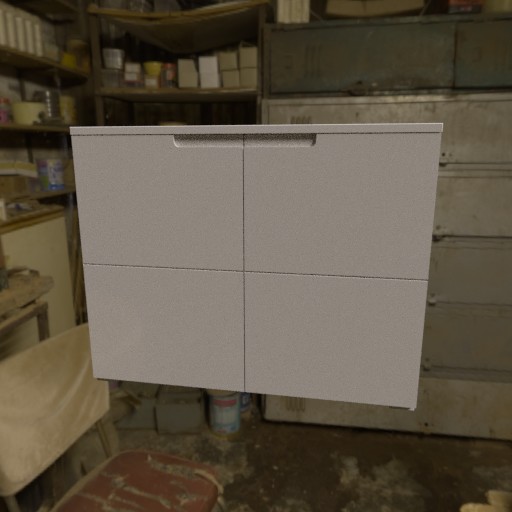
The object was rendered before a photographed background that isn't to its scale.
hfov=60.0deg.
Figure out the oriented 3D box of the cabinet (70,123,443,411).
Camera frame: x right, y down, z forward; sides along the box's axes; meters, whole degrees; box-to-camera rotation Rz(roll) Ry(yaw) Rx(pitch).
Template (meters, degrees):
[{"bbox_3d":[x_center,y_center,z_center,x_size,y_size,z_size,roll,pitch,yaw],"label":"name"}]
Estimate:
[{"bbox_3d":[0.000,0.000,1.451,1.000,0.800,0.400,2,13,10],"label":"cabinet"}]
